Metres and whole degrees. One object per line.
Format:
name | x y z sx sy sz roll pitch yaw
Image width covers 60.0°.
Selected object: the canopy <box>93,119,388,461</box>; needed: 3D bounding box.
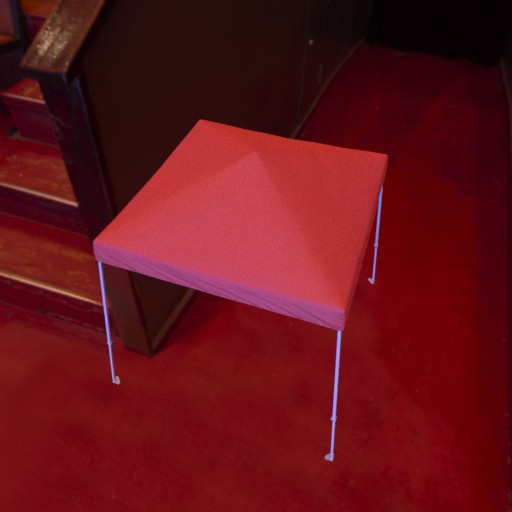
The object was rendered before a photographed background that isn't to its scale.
canopy | 0.000 0.000 6.571 3.599 3.600 3.600 15 48 14
